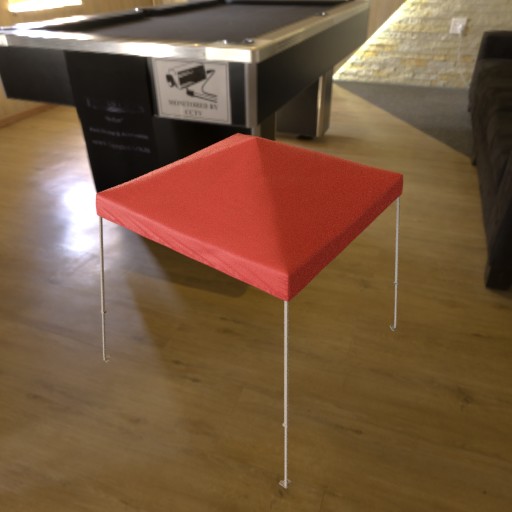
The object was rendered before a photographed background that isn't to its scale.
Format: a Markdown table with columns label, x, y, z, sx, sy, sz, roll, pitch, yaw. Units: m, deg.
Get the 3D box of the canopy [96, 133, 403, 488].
| label | x | y | z | sx | sy | sz | roll | pitch | yaw |
| --- | --- | --- | --- | --- | --- | --- | --- | --- | --- |
| canopy | 0.000 | 0.000 | 6.597 | 3.599 | 3.600 | 3.600 | 22 | 40 | 29 |
